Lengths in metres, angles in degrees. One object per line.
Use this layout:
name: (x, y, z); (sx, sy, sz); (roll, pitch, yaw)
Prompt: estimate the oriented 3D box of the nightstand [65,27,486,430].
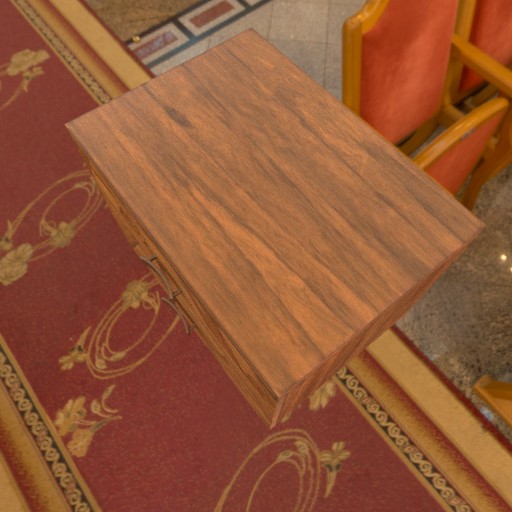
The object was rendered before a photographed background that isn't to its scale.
nightstand: (0.000, 0.000, 1.025); (0.458, 0.610, 0.610); (-35, 68, -16)
